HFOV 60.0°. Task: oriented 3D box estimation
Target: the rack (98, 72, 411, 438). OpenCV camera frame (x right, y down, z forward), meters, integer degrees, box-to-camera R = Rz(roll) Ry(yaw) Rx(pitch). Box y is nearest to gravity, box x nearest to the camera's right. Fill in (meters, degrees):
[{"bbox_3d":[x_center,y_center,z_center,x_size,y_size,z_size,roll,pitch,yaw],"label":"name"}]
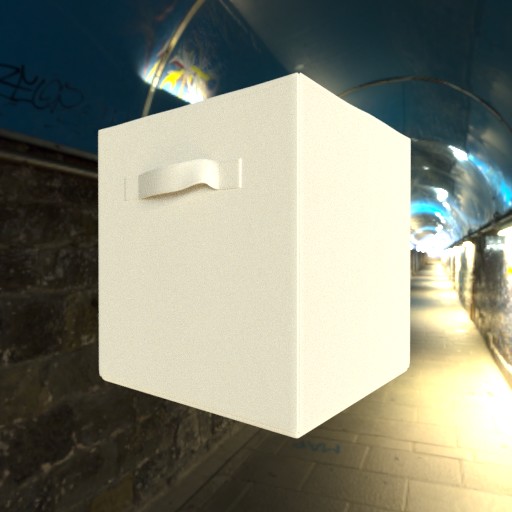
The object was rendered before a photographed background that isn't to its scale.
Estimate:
[{"bbox_3d":[0.000,0.000,0.508,0.270,0.280,0.270,0,1,38],"label":"rack"}]
